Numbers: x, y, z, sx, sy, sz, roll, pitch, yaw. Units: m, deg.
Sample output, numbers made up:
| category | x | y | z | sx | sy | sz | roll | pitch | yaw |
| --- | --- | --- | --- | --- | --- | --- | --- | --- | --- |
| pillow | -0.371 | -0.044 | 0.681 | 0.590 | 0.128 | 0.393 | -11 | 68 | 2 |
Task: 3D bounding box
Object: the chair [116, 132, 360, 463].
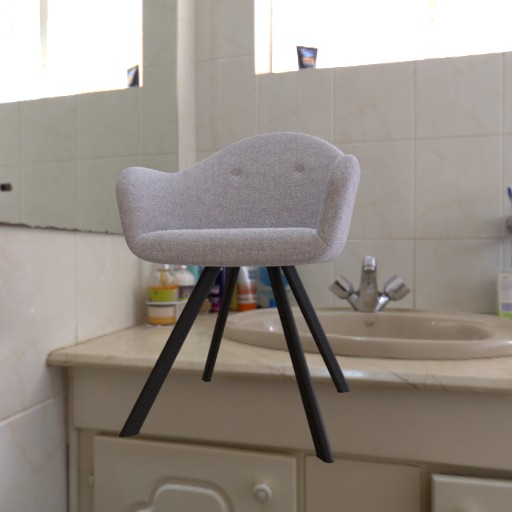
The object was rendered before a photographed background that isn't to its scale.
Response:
| category | x | y | z | sx | sy | sz | roll | pitch | yaw |
| --- | --- | --- | --- | --- | --- | --- | --- | --- | --- |
| chair | 0.000 | 0.000 | 1.167 | 0.540 | 0.780 | 0.570 | 0 | 0 | 16 |
